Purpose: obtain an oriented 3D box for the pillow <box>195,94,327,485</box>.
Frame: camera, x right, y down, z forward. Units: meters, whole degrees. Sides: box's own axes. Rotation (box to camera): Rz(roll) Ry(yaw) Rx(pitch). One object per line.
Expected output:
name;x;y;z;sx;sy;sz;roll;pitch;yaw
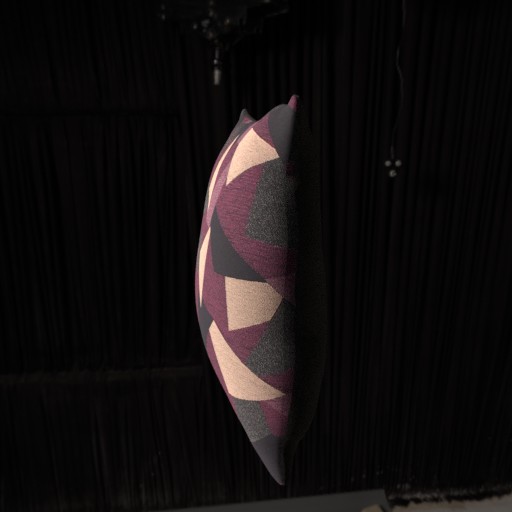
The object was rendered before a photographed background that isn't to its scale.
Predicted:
pillow;0.000;0.000;0.753;0.208;0.496;0.503;-2;16;-7
